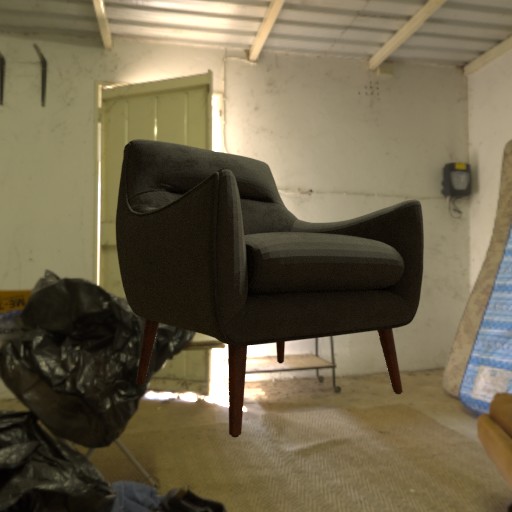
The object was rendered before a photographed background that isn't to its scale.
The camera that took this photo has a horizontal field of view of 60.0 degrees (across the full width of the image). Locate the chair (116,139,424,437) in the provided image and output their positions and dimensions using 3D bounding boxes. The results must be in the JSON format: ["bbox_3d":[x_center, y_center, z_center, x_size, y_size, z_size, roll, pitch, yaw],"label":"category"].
[{"bbox_3d":[0.000,0.000,1.445,0.762,0.838,0.787,2,-3,-36],"label":"chair"}]
